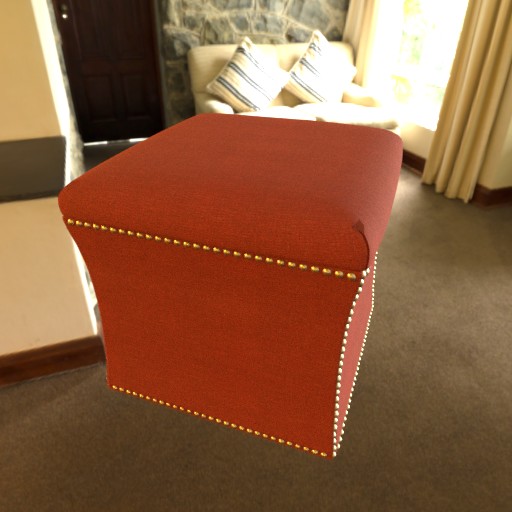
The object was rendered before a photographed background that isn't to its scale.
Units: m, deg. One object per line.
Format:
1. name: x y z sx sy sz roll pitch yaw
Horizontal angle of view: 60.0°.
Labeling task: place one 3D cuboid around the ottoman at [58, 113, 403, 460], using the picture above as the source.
1. ottoman: 0.000 0.000 0.901 0.497 0.475 0.507 11 33 18
